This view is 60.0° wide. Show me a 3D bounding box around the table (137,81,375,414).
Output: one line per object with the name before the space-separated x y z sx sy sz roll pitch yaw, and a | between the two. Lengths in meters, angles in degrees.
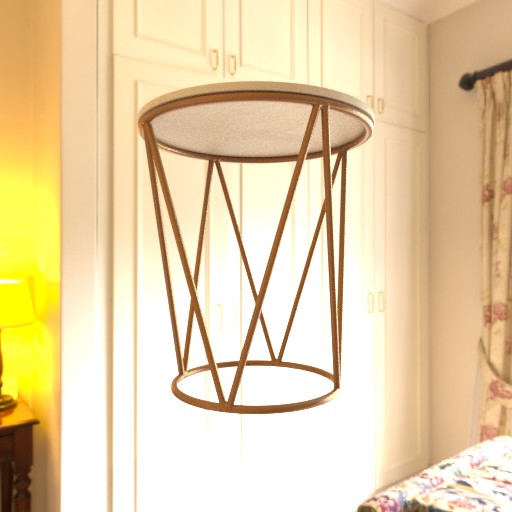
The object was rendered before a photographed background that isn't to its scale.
table | 0.000 0.000 0.964 0.500 0.564 0.500 0 0 0
